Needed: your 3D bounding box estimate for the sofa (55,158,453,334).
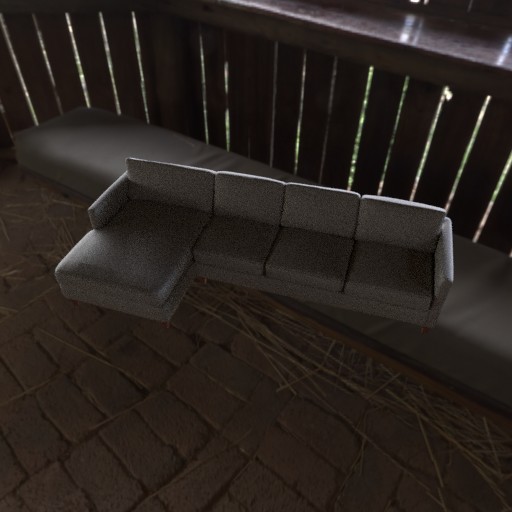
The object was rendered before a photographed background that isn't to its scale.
[{"bbox_3d":[0.000,0.000,3.913,3.201,0.876,1.502,11,43,13],"label":"sofa"}]
